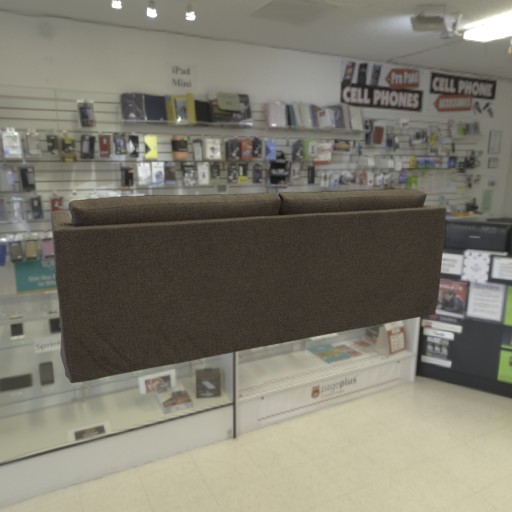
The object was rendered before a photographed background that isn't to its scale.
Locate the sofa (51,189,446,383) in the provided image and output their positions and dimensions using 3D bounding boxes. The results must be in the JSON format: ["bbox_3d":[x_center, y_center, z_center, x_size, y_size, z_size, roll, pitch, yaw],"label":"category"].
[{"bbox_3d":[0.000,0.000,3.321,2.779,0.998,1.036,-5,13,-24],"label":"sofa"}]
